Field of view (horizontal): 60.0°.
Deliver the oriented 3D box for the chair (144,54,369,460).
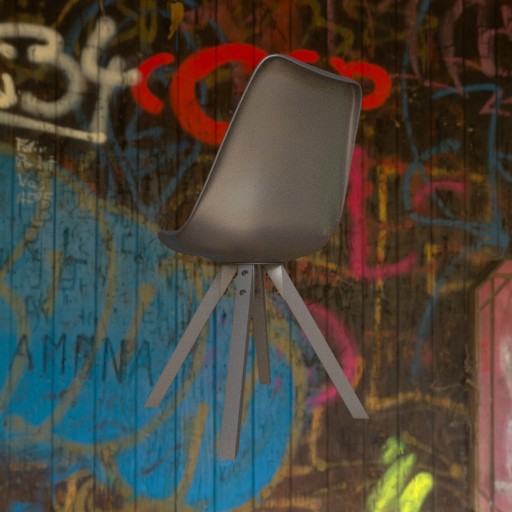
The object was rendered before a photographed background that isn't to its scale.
[{"bbox_3d":[0.000,0.000,1.196,0.485,0.850,0.530,1,-1,-36],"label":"chair"}]
